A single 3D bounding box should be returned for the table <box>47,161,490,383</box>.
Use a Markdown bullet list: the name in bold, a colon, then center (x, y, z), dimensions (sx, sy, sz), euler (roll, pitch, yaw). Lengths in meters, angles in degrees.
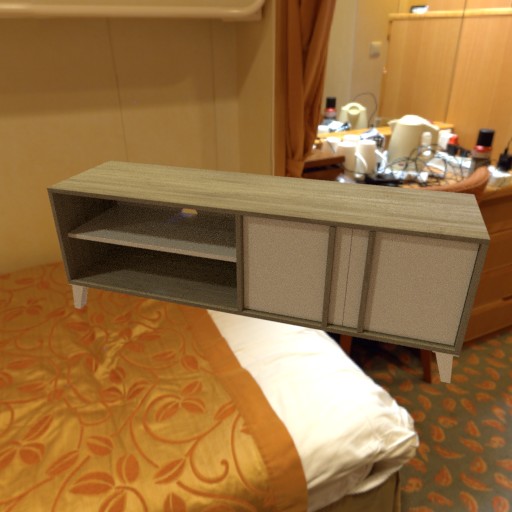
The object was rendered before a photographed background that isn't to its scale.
- **table**: center (0.000, 0.000, 1.729), dimensions (1.500, 0.530, 0.400), euler (8, 28, 16)
